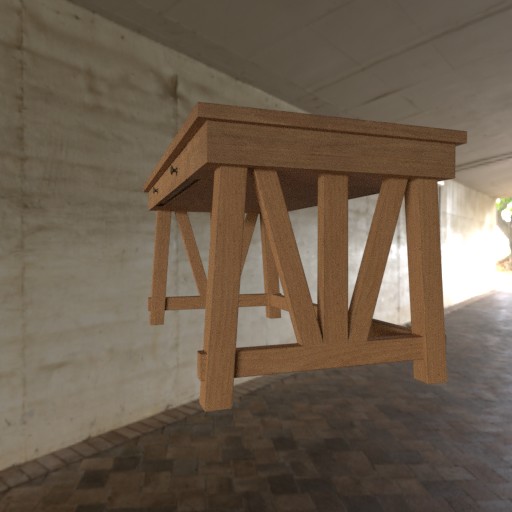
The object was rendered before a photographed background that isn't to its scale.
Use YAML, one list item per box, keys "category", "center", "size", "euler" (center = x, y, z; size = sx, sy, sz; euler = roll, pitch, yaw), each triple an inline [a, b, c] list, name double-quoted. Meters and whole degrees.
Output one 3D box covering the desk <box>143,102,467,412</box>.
- category: "desk"
  center: [0.000, 0.000, 1.901]
  size: [0.813, 0.762, 1.499]
  euler: [0, 1, -19]
